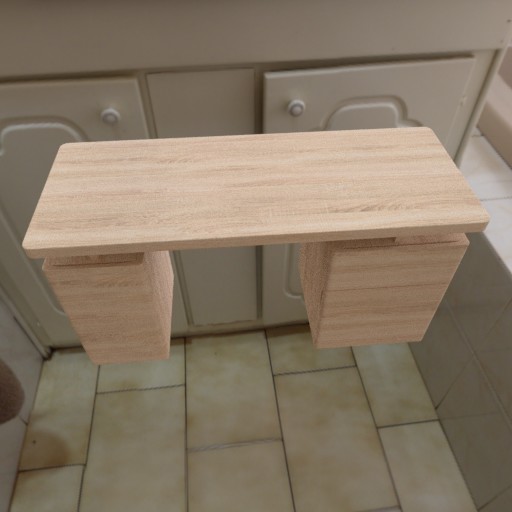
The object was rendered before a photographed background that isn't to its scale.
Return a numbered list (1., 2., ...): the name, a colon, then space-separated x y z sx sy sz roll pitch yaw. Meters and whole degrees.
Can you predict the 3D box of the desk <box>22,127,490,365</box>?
1. desk: 0.000 0.000 1.768 1.400 0.760 0.550 -4 47 -3
